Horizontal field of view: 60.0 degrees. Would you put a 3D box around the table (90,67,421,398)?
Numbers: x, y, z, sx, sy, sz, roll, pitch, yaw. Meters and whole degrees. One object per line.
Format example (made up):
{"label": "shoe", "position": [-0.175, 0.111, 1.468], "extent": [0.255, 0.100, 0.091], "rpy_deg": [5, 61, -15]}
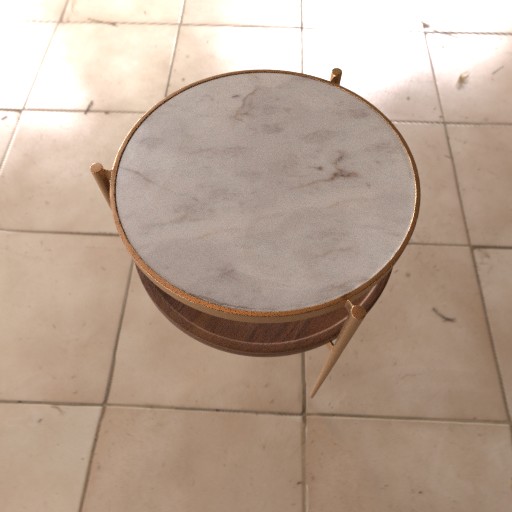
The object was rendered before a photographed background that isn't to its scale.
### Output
{"label": "table", "position": [0.000, 0.000, 0.823], "extent": [0.456, 0.493, 0.430], "rpy_deg": [1, 62, 1]}
